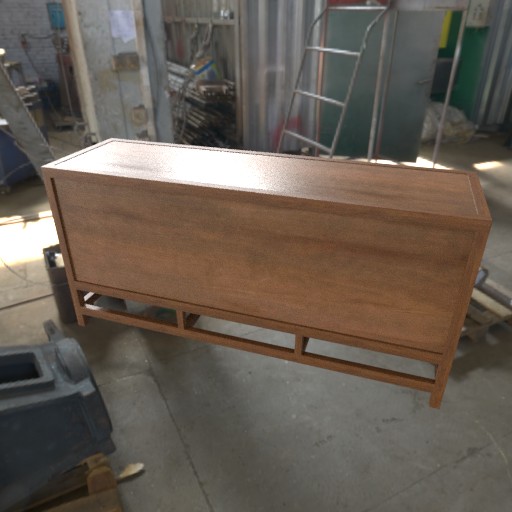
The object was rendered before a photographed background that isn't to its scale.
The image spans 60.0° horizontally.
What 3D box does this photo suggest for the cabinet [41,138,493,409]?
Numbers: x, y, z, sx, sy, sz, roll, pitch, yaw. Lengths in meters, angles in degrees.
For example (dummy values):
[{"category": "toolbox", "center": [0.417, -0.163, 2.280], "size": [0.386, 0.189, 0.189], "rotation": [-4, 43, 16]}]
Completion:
[{"category": "cabinet", "center": [0.000, 0.000, 2.014], "size": [1.708, 0.820, 0.522], "rotation": [9, 30, 16]}]
